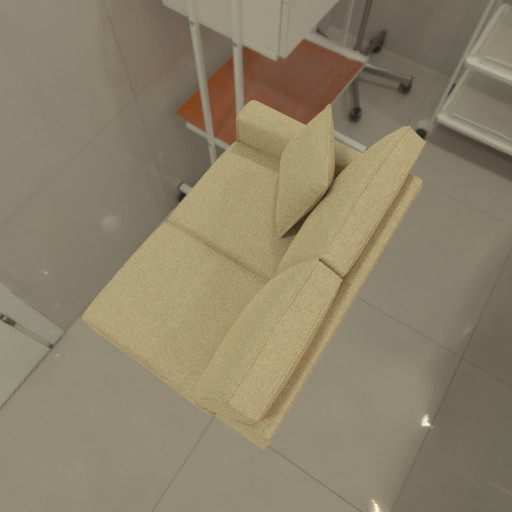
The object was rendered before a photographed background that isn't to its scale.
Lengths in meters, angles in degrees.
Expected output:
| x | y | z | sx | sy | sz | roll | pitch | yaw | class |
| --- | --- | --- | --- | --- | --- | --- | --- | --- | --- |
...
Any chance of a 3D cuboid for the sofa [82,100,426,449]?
| x | y | z | sx | sy | sz | roll | pitch | yaw | class |
| --- | --- | --- | --- | --- | --- | --- | --- | --- | --- |
| 0.000 | 0.000 | 2.080 | 0.991 | 0.989 | 1.388 | 30 | 68 | 14 | sofa |
